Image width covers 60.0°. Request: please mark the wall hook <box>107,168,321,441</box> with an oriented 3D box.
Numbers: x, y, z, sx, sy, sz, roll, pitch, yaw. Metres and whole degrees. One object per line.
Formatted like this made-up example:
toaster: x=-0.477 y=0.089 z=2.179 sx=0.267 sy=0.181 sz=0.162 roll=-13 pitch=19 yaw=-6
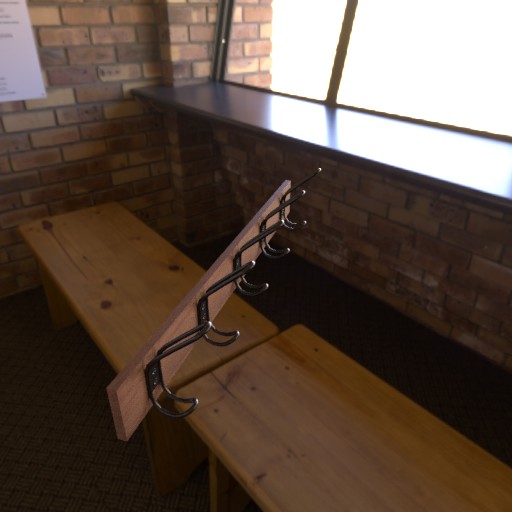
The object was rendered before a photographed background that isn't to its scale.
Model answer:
wall hook: x=0.000 y=0.000 z=0.600 sx=0.076 sy=0.116 sz=0.554 roll=10 pitch=31 yaw=17
